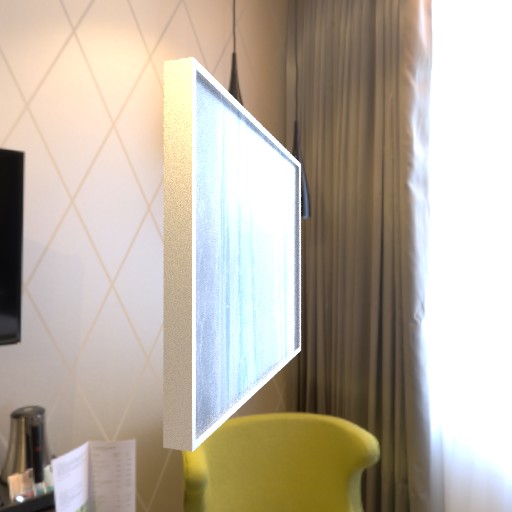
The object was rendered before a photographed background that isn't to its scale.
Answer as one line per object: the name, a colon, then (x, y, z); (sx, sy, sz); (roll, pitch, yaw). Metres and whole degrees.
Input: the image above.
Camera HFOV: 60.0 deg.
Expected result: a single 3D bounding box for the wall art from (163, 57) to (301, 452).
wall art: (0.000, 0.000, 1.414); (0.066, 0.801, 1.056); (0, -1, 18)
